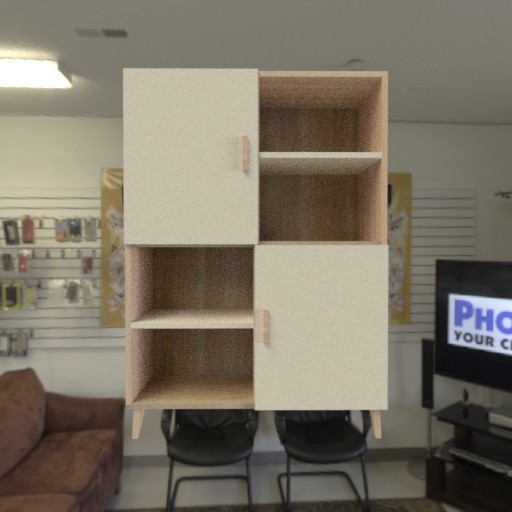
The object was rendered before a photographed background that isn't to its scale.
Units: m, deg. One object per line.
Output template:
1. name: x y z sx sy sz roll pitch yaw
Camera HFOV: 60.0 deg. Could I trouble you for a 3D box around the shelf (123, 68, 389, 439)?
1. shelf: 0.000 0.000 1.865 0.995 1.405 0.434 0 1 0
